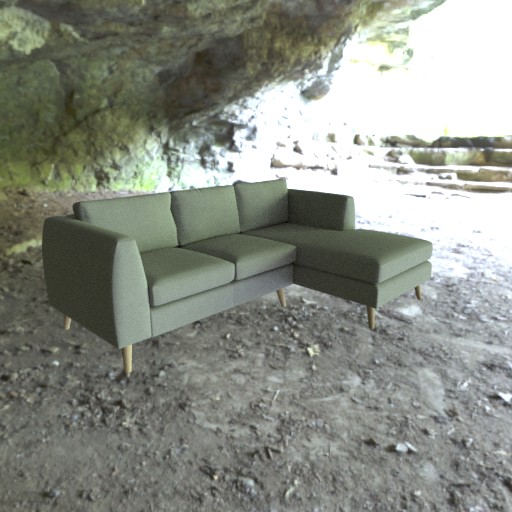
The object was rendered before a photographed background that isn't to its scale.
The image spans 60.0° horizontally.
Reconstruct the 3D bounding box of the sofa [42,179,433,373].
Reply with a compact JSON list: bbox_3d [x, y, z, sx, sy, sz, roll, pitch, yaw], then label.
[{"bbox_3d":[0.000,0.000,3.100,1.580,0.860,2.300,15,21,42],"label":"sofa"}]
